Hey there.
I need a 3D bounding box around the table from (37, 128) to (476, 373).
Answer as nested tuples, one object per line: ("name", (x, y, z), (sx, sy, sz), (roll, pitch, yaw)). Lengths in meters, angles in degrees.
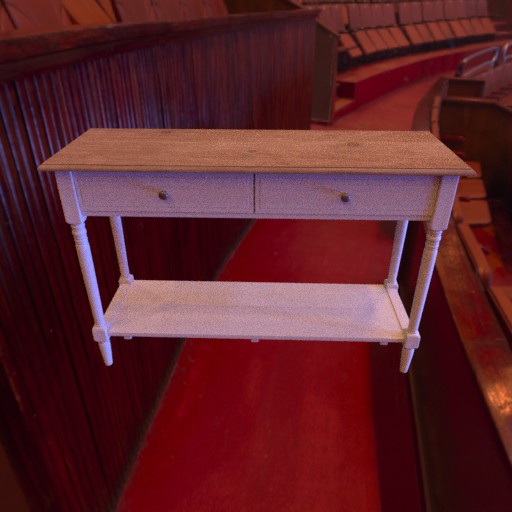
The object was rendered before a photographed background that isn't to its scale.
("table", (0.000, 0.000, 1.596), (1.219, 0.800, 0.399), (1, 30, 2))
